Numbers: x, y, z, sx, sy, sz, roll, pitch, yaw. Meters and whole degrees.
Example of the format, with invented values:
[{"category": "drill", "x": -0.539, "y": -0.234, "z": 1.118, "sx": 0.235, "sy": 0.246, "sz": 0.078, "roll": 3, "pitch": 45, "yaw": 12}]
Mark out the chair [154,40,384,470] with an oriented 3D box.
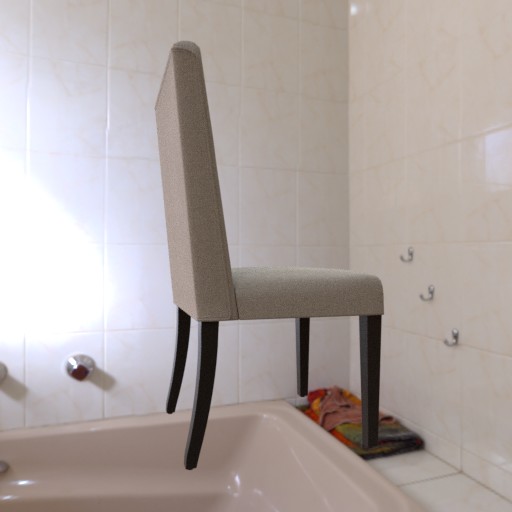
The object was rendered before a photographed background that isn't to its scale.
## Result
[{"category": "chair", "x": 0.000, "y": 0.000, "z": 1.244, "sx": 0.523, "sy": 0.961, "sz": 0.474, "roll": 0, "pitch": 0, "yaw": -18}]
